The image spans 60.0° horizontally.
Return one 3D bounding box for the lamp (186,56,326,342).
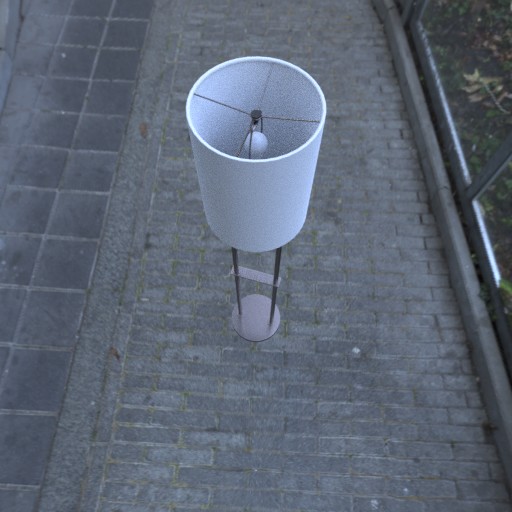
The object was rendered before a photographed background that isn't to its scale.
[{"bbox_3d":[0.000,0.000,1.638,0.306,1.500,0.305,15,65,7],"label":"lamp"}]
